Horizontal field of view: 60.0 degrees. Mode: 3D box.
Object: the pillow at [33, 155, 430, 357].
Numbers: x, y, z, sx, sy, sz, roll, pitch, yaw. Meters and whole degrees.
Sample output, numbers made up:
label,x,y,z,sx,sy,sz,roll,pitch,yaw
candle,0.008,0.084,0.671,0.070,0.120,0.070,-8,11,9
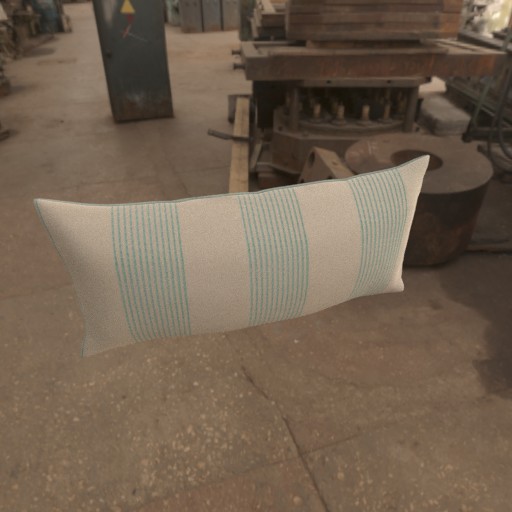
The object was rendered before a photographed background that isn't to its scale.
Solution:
label,x,y,z,sx,sy,sz,roll,pitch,yaw
pillow,0.000,0.000,0.731,0.610,0.287,0.151,-9,34,-14
